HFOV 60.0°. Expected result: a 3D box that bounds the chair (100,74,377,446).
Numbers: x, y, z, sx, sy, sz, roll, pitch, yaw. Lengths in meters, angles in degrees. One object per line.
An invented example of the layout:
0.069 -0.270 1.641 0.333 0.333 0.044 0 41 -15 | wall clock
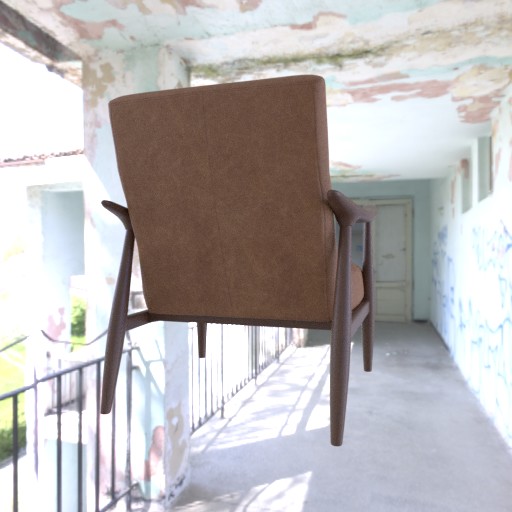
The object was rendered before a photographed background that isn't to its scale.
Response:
0.000 0.000 1.416 0.741 0.832 0.798 0 0 18 | chair
